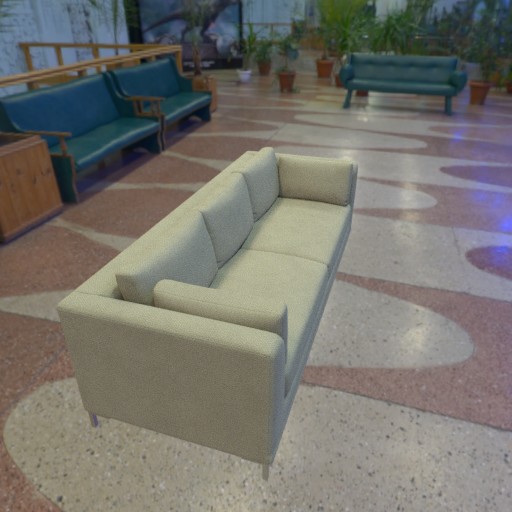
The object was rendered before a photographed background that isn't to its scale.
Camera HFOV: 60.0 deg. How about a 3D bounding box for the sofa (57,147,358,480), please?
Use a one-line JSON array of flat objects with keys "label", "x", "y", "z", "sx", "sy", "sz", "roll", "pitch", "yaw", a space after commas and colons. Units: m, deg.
[{"label": "sofa", "x": 0.000, "y": 0.000, "z": 2.872, "sx": 0.969, "sy": 0.867, "sz": 2.415, "roll": 9, "pitch": 31, "yaw": 16}]
